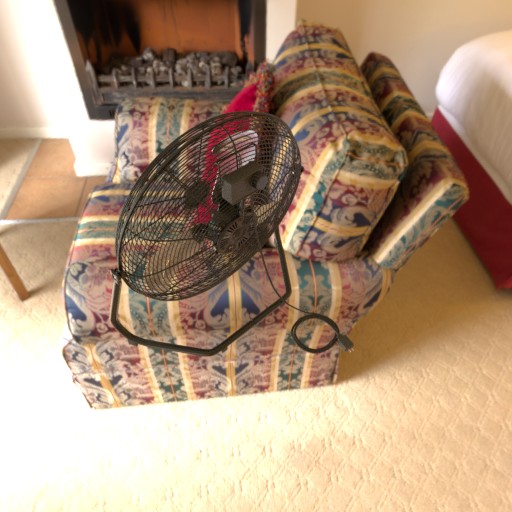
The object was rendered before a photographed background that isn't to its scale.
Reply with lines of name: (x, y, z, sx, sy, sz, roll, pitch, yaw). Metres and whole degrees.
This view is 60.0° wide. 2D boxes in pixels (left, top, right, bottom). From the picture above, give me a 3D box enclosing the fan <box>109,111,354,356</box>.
fan: (0.000, 0.000, 0.933, 0.555, 0.546, 0.424, -34, 56, -27)
